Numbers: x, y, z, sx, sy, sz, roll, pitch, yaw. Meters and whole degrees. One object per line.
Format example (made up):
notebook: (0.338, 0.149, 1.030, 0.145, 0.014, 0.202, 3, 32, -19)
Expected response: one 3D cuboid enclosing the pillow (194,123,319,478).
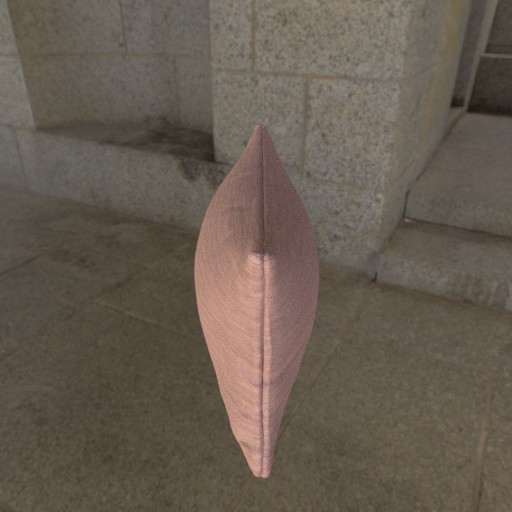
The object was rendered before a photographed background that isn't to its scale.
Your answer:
pillow: (0.000, 0.000, 0.787, 0.210, 0.338, 0.633, 0, 28, 0)
